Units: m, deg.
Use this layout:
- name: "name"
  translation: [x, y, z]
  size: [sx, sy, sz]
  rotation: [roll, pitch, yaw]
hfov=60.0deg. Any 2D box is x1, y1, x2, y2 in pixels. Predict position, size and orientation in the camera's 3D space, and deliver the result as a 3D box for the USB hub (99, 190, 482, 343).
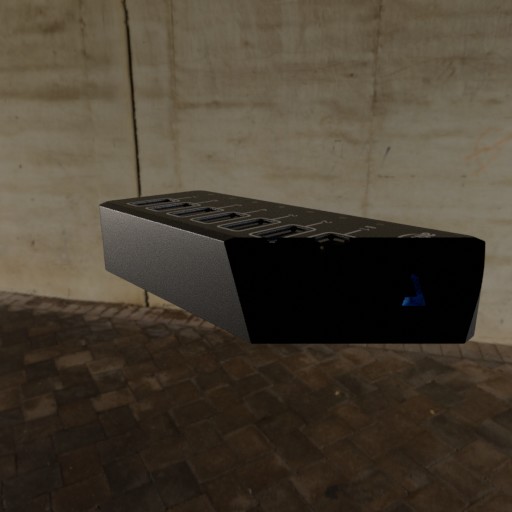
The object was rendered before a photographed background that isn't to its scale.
- name: "USB hub"
  translation: [0.000, 0.000, 0.126]
  size: [0.044, 0.023, 0.110]
  rotation: [-15, 22, -41]
